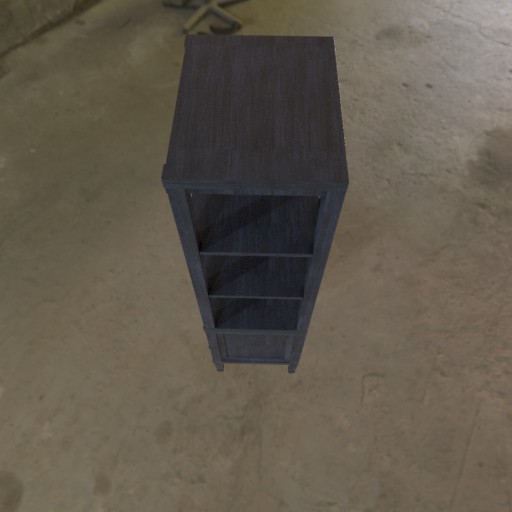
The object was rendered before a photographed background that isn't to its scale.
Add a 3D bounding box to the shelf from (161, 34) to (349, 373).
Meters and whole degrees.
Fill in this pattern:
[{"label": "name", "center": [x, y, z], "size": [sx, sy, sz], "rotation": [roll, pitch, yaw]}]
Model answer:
[{"label": "shelf", "center": [0.000, 0.000, 1.981], "size": [0.472, 1.727, 0.584], "rotation": [1, 60, 1]}]
